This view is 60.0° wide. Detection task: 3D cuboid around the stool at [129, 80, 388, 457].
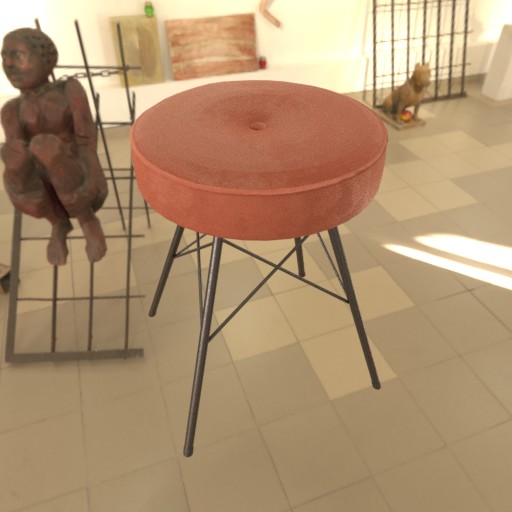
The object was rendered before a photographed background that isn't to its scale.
[{"bbox_3d":[0.000,0.000,0.897,0.457,0.593,0.421,-14,42,-16],"label":"stool"}]
